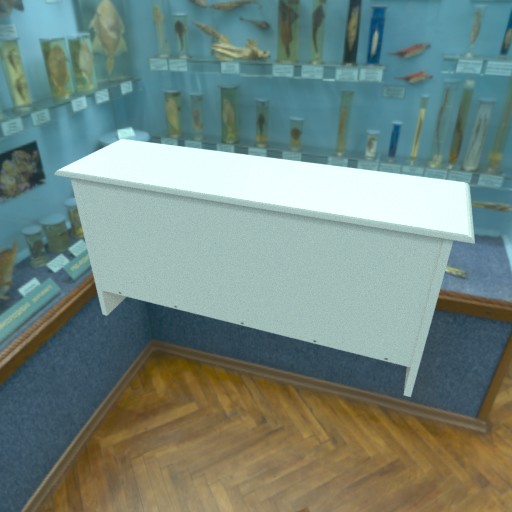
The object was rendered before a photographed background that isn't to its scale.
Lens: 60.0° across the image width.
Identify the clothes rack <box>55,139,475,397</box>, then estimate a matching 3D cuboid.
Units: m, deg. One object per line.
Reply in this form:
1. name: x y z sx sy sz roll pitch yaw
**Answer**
1. clothes rack: 0.000 0.000 1.376 1.120 0.531 0.324 11 34 17
